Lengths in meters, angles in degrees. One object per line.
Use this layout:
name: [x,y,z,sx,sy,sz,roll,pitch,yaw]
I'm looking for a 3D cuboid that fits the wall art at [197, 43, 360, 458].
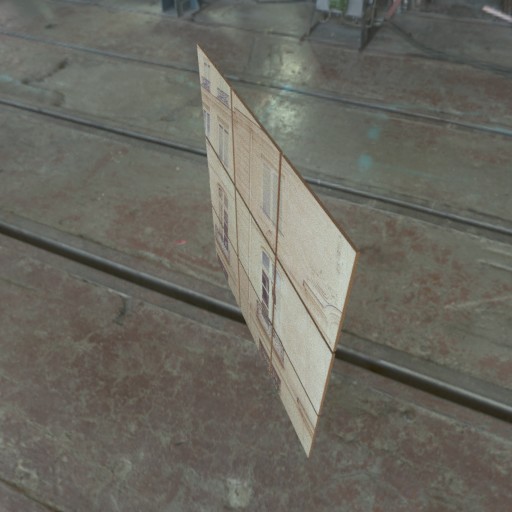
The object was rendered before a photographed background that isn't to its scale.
wall art: [0.000,0.000,2.228,0.023,1.522,1.526,-16,48,-15]
